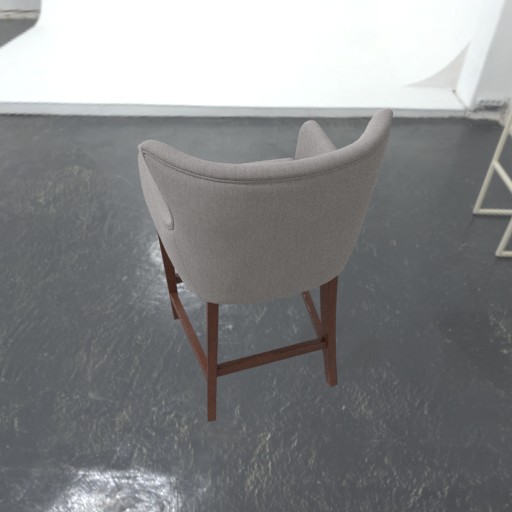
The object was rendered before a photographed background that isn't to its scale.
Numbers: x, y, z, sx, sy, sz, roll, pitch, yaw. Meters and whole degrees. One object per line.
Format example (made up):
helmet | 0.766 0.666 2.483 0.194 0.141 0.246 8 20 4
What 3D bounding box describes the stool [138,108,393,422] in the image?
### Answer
stool | 0.000 0.000 1.336 0.575 0.951 0.575 -12 42 -13
